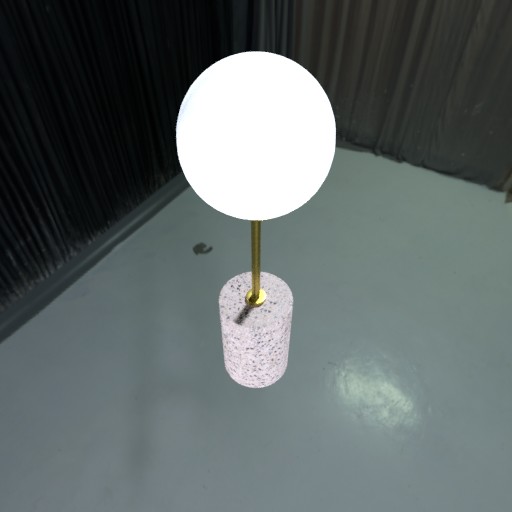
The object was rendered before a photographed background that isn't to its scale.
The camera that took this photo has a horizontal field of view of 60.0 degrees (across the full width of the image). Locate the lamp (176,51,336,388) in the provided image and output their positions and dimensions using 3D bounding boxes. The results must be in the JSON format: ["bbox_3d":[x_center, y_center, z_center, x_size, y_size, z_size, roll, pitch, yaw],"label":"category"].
[{"bbox_3d":[0.000,0.000,0.548,0.153,0.480,0.153,0,46,0],"label":"lamp"}]
